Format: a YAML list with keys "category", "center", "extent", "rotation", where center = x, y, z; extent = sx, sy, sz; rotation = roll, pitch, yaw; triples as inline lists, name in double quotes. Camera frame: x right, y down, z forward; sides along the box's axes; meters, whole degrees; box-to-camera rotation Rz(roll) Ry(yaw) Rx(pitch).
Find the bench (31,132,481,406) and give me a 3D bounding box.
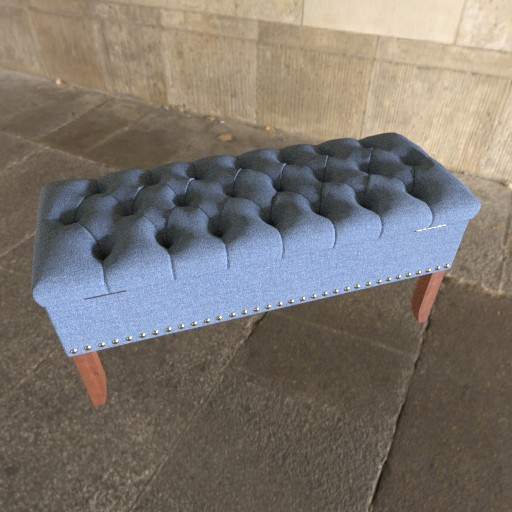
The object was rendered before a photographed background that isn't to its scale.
- category: "bench"
  center: [0.000, 0.000, 1.263]
  extent: [1.052, 0.492, 0.417]
  rotation: [-11, 42, -13]
